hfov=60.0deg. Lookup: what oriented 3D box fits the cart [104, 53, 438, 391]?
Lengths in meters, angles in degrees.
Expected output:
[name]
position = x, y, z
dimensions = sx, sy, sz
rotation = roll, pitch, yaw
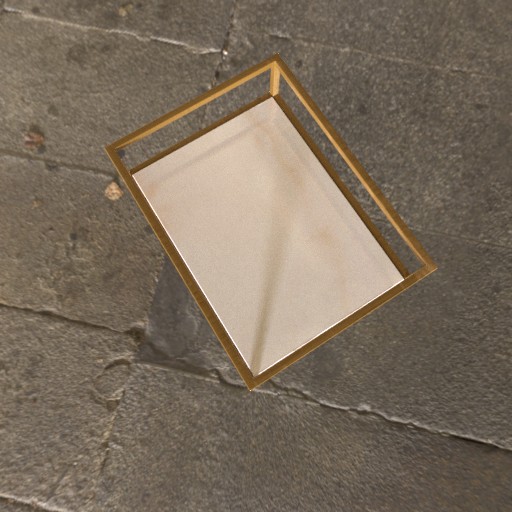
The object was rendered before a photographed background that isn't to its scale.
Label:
[cart]
position = 0.000, 0.000, 1.003
dimensions = 0.332, 0.761, 0.483
rotation = -31, 78, -7
